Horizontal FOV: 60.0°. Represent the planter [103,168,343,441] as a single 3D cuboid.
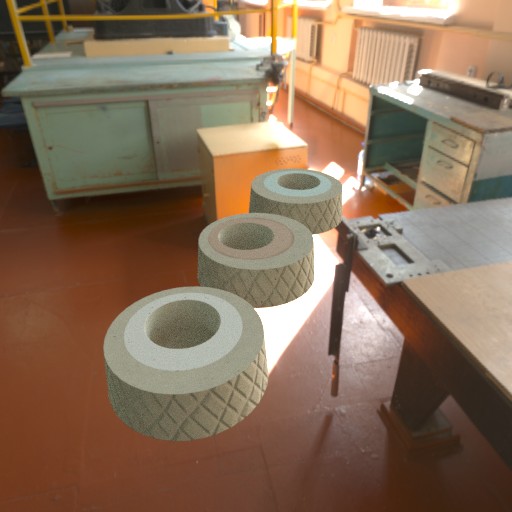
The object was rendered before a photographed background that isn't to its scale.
[{"bbox_3d":[0.000,0.000,0.420,0.114,0.038,0.390,11,33,17],"label":"planter"}]
